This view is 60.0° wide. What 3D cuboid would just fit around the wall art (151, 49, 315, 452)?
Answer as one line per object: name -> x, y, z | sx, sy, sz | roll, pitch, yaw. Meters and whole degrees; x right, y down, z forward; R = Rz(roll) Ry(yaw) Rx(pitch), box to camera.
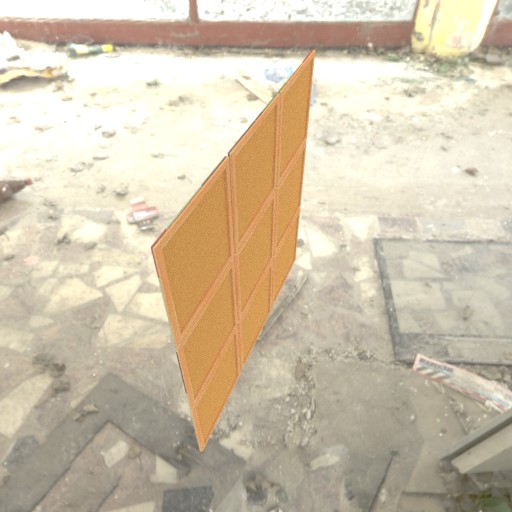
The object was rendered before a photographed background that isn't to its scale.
wall art -> 0.000, 0.000, 1.826 | 0.013, 1.220, 1.216 | 17, 48, 15
